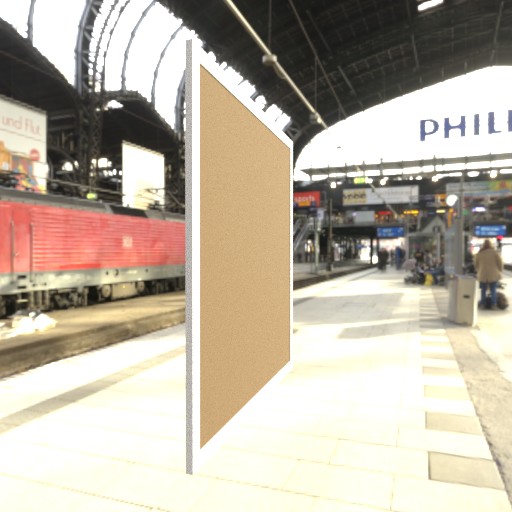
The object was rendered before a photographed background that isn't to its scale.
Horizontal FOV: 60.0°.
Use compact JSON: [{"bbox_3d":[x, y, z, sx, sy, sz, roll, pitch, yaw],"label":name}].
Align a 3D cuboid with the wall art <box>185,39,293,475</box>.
[{"bbox_3d":[0.000,0.000,1.213,0.015,0.812,0.812,0,1,18],"label":"wall art"}]
